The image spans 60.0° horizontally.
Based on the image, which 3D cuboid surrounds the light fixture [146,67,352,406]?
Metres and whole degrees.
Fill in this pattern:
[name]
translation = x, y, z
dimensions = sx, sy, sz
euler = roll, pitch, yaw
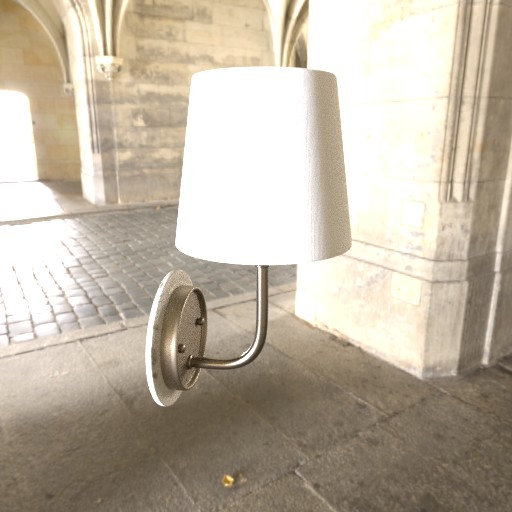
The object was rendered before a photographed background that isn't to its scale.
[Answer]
[light fixture]
translation = 0.000, 0.000, 0.448
dimensions = 0.188, 0.337, 0.168
euler = 3, 15, 9
